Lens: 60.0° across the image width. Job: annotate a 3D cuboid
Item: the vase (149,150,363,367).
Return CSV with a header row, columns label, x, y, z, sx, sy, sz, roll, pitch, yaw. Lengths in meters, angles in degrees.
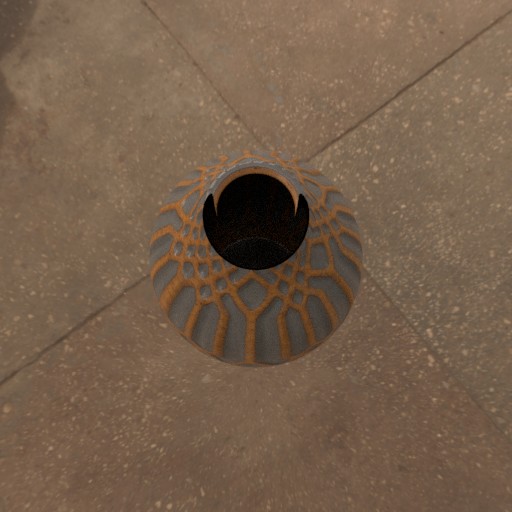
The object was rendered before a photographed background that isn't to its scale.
label,x,y,z,sx,sy,sz,roll,pitch,yaw
vase,0.000,0.000,0.142,0.069,0.088,0.069,0,76,0
